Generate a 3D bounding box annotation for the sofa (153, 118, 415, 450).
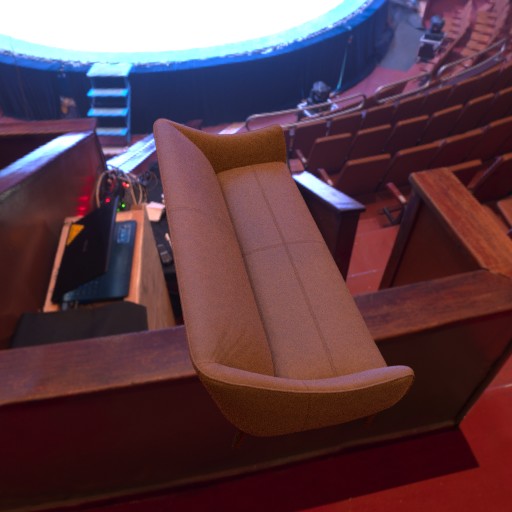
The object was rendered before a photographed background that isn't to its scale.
[{"bbox_3d":[0.000,0.000,2.428,0.869,0.830,1.928,-10,48,-9],"label":"sofa"}]
